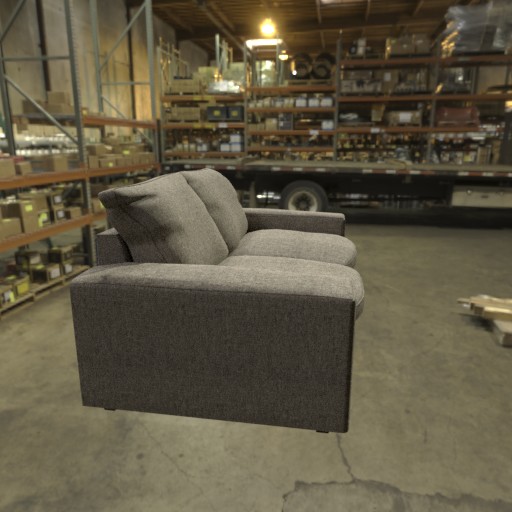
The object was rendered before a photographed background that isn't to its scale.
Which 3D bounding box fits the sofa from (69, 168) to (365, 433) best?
[{"bbox_3d":[0.000,0.000,2.384,1.094,0.877,1.758,2,15,9],"label":"sofa"}]
